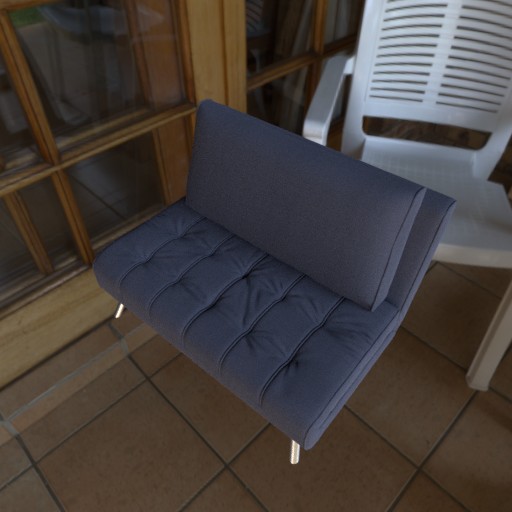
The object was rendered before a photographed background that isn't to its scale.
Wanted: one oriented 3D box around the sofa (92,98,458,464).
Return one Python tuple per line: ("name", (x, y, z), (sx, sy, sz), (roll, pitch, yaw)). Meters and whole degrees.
("sofa", (0.000, 0.000, 1.897), (1.220, 0.910, 0.910), (31, 53, 27))
